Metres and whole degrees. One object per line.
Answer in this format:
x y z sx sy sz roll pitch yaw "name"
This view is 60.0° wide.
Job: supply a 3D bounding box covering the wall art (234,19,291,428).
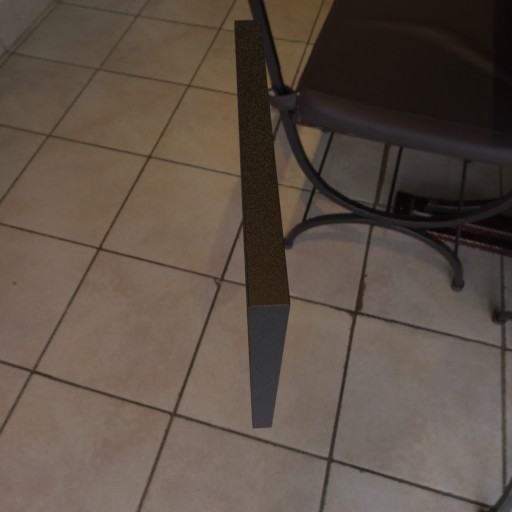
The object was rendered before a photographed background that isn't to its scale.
0.000 0.000 0.750 0.039 0.555 0.449 -3 58 -2 "wall art"
